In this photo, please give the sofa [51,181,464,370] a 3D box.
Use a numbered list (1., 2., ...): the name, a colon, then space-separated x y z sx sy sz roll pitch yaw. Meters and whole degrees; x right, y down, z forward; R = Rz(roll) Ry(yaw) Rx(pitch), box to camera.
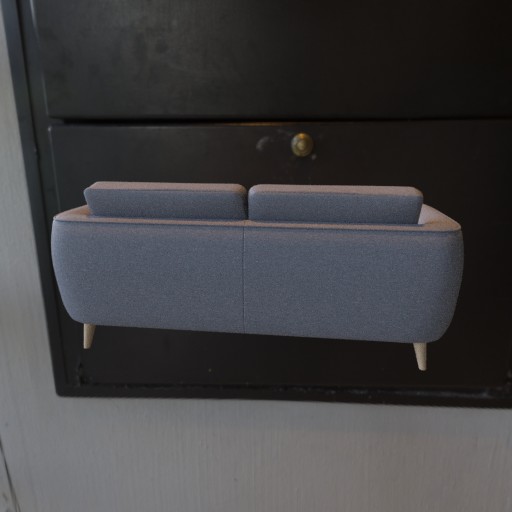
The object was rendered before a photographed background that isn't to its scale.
1. sofa: 0.000 0.000 2.521 2.000 0.870 0.920 2 17 7
